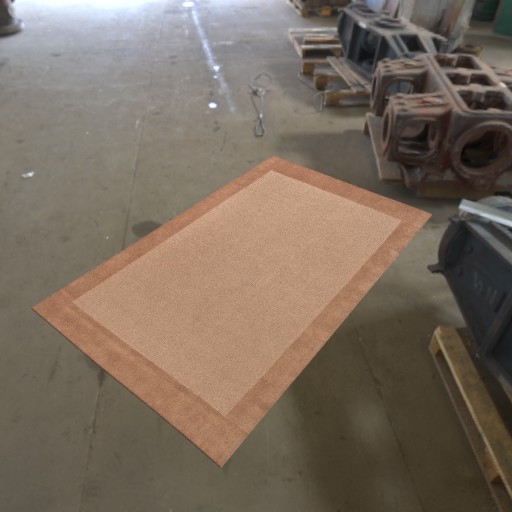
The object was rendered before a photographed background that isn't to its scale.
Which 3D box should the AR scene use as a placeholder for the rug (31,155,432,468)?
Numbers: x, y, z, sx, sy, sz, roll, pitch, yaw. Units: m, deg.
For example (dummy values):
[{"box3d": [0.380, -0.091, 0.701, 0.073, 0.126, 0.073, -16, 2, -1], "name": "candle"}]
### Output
[{"box3d": [0.000, 0.000, 3.029, 1.524, 0.014, 2.438, 27, 47, 28], "name": "rug"}]
